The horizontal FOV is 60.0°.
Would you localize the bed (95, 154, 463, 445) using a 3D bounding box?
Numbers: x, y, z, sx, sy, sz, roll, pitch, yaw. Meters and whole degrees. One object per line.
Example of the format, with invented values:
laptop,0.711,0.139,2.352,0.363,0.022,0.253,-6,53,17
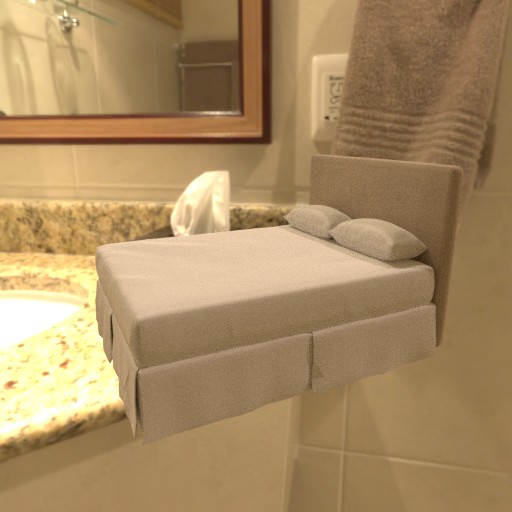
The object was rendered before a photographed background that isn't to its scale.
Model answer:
bed,0.000,0.000,3.205,2.162,1.330,1.713,-7,17,-25
